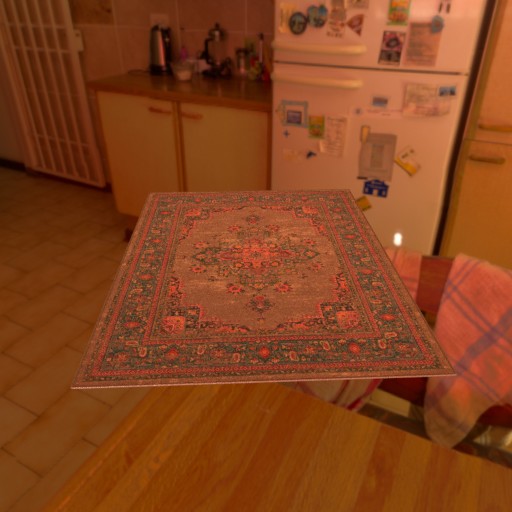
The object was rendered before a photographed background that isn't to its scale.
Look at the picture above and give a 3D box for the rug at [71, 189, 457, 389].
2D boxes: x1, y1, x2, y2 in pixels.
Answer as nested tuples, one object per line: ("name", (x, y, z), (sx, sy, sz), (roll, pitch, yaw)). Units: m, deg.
("rug", (0.000, 0.000, 4.083), (2.434, 0.013, 3.057), (-1, 31, -2))
